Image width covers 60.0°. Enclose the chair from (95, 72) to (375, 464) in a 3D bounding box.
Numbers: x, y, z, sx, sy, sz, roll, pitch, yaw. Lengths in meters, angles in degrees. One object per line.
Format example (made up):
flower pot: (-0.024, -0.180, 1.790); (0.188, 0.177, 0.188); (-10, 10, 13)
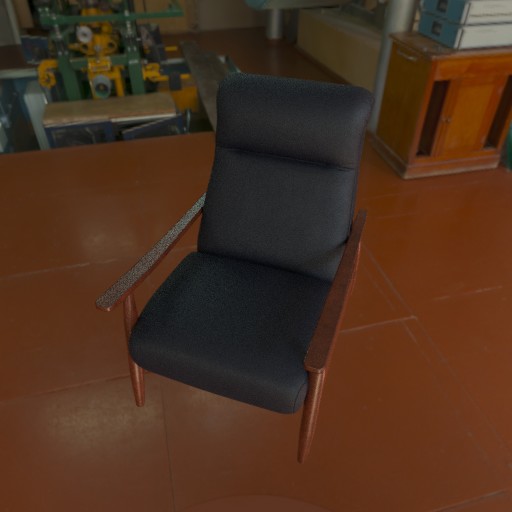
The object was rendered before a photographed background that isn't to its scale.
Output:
chair: (0.000, 0.000, 1.757); (0.762, 1.082, 1.014); (13, 42, 15)
